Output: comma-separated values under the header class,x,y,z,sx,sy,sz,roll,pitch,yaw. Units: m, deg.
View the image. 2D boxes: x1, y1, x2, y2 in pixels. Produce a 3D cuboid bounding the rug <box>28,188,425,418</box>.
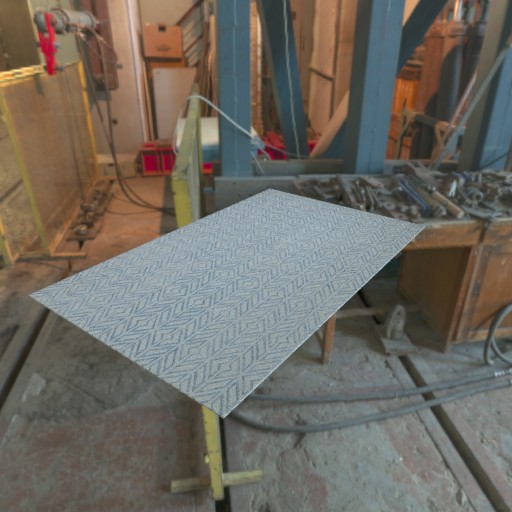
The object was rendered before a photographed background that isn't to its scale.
class,x,y,z,sx,sy,sz,roll,pitch,yaw
rug,0.000,0.000,3.070,1.526,0.008,2.441,19,33,33
